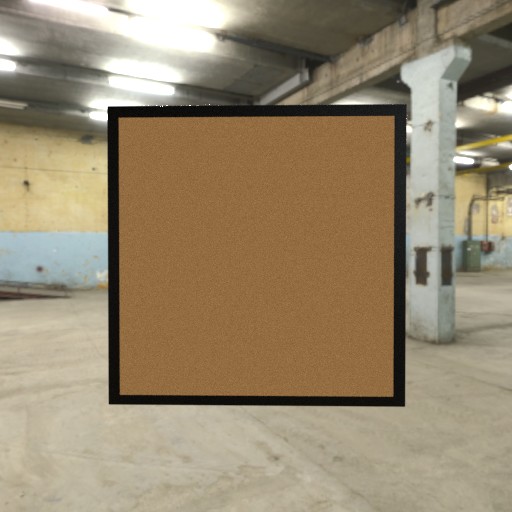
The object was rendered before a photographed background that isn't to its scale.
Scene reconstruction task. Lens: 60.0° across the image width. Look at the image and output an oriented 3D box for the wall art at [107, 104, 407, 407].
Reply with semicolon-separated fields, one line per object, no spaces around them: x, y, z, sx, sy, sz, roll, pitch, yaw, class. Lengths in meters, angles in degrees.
0.000;0.000;1.139;0.755;0.761;0.038;0;1;1;wall art
